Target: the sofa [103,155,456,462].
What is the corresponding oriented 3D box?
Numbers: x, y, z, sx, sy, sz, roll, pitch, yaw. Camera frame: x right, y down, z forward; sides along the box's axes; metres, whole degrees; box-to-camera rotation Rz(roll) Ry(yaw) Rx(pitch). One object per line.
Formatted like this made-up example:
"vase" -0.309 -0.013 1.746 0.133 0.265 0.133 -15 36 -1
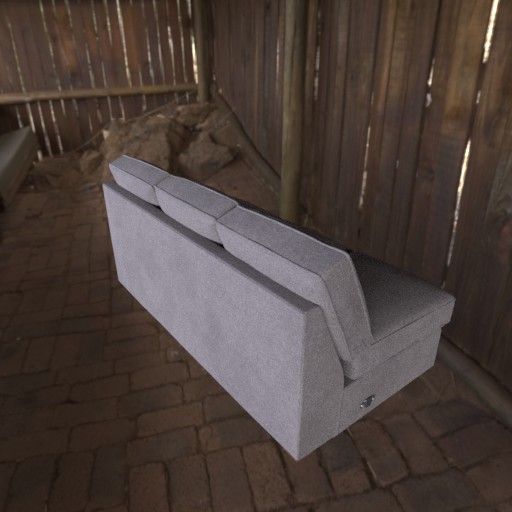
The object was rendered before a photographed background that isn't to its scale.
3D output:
"sofa" 0.000 0.000 2.560 1.027 0.973 1.962 -18 31 -33
